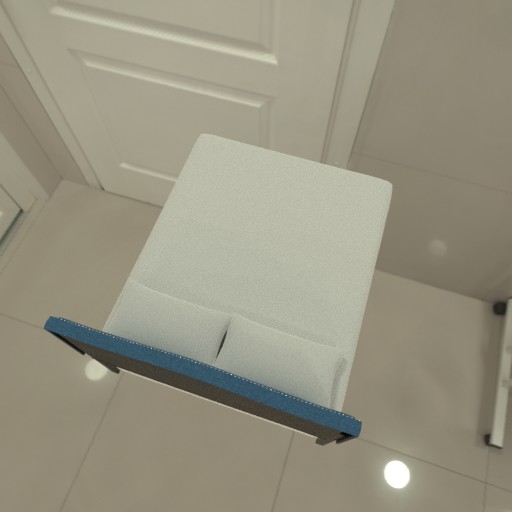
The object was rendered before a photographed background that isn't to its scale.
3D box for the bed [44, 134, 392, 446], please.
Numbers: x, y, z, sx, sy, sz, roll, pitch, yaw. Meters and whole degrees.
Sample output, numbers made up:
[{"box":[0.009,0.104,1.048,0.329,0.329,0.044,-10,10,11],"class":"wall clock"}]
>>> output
[{"box":[0.000,0.000,2.898,1.610,1.169,1.872,17,65,8],"class":"bed"}]
